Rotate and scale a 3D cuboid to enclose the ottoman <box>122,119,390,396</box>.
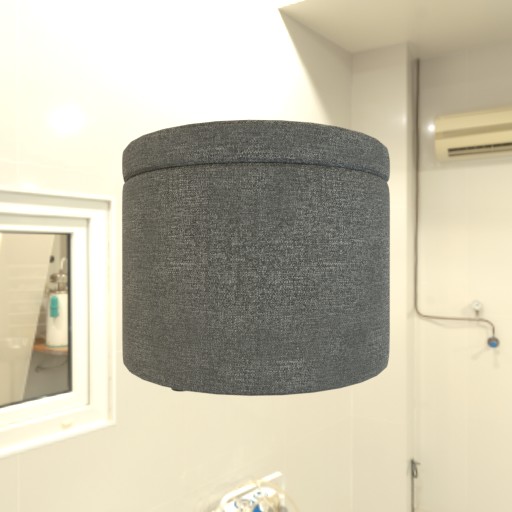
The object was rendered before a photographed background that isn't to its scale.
[{"bbox_3d":[0.000,0.000,0.864,0.500,0.419,0.500,0,0,0],"label":"ottoman"}]
